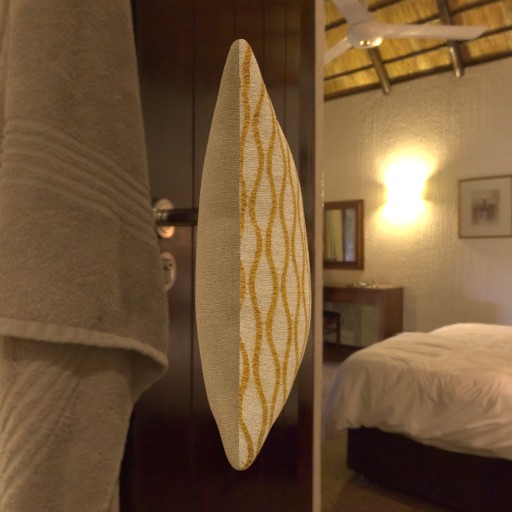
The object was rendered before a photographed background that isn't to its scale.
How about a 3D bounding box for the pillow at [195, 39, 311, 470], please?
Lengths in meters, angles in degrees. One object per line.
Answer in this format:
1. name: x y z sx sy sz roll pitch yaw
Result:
1. pillow: 0.000 0.000 0.648 0.159 0.436 0.429 0 0 2
